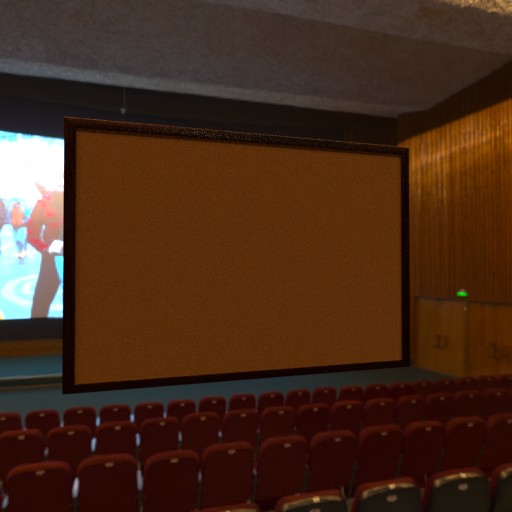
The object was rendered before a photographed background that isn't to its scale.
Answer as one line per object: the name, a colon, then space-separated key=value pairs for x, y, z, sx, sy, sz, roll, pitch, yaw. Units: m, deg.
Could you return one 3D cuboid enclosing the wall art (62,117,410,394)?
wall art: x=0.000 y=0.000 z=1.018 sx=0.816 sy=0.559 sz=0.014 roll=0 pitch=-1 yaw=-17
